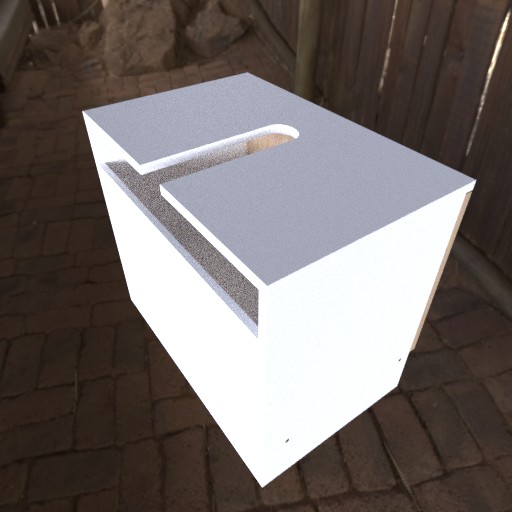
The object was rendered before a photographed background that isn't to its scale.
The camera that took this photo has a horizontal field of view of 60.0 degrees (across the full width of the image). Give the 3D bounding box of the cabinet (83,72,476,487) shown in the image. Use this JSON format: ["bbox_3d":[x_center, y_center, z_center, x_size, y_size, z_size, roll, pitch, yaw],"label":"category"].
[{"bbox_3d":[0.000,0.000,0.932,0.400,0.522,0.600,-25,46,-26],"label":"cabinet"}]
